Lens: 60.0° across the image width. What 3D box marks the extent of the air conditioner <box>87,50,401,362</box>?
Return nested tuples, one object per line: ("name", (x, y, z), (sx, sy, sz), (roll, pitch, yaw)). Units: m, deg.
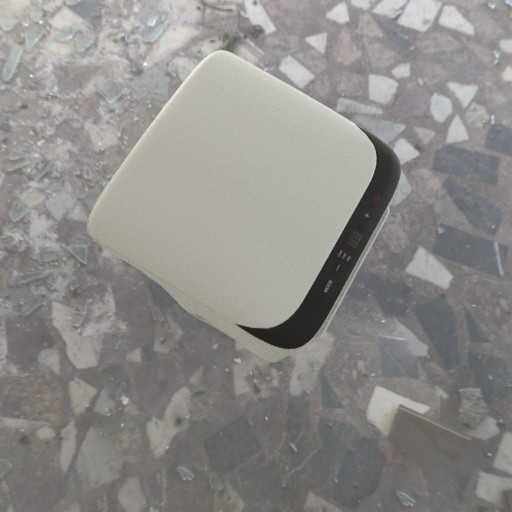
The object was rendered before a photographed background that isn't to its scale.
("air conditioner", (0.000, 0.000, 0.947), (0.369, 0.716, 0.352), (29, 76, 8))
